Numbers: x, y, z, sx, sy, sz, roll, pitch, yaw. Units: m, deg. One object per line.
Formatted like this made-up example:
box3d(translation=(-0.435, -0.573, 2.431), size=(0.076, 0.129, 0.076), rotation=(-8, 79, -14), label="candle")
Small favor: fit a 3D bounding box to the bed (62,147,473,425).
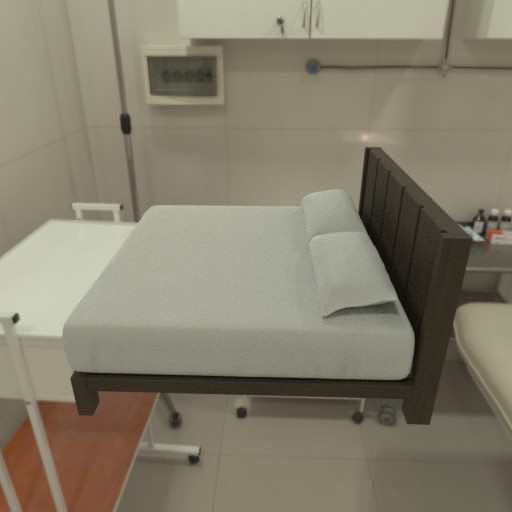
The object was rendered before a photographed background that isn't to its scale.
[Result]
box3d(translation=(0.000, 0.000, 3.474), size=(2.238, 1.261, 2.143), rotation=(1, 26, 2), label="bed")
